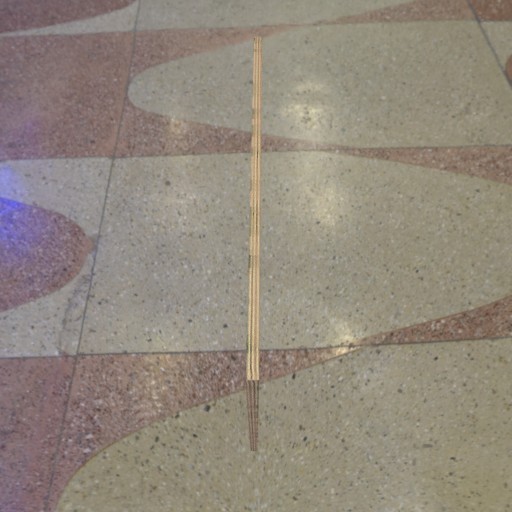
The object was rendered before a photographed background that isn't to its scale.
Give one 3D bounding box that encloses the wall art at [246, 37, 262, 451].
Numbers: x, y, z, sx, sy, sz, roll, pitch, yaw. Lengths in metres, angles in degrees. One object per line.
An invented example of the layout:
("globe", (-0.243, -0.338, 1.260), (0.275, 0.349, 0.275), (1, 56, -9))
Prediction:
("wall art", (0.000, 0.000, 0.694), (0.012, 0.408, 0.508), (1, 58, 0))
